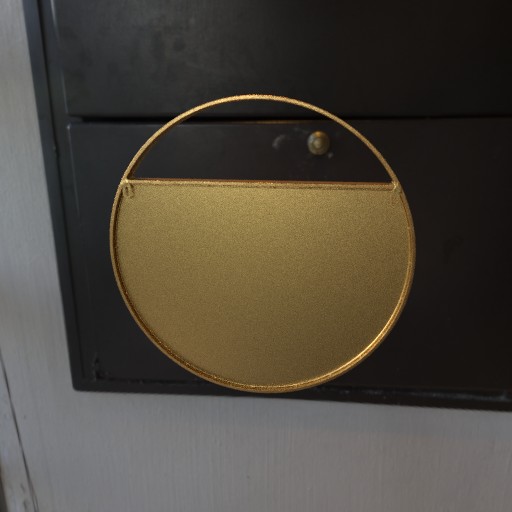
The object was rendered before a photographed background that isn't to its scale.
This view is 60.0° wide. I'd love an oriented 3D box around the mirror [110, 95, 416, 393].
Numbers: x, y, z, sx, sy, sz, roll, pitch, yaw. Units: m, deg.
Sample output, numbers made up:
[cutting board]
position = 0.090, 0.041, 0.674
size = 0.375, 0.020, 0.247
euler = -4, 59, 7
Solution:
[mirror]
position = 0.000, 0.000, 0.828
size = 0.565, 0.565, 0.032
euler = 3, 17, 9
